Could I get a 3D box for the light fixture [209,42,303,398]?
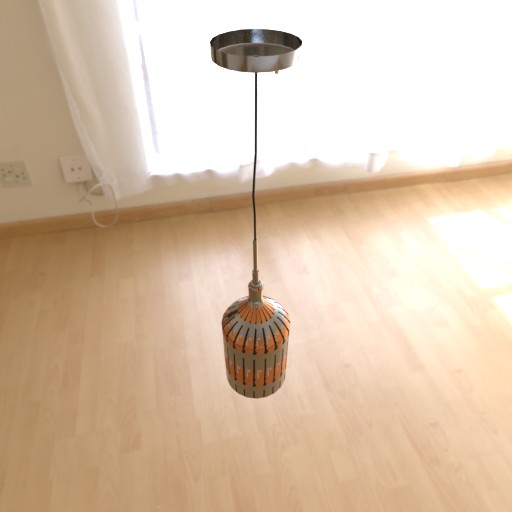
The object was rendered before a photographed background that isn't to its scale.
[{"bbox_3d":[0.000,0.000,1.695,0.303,1.535,0.303,0,41,0],"label":"light fixture"}]
